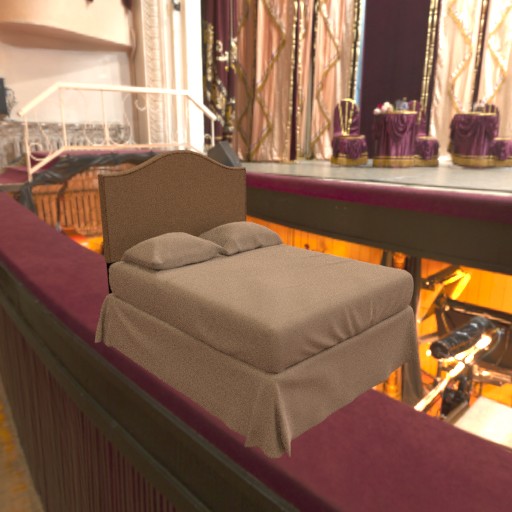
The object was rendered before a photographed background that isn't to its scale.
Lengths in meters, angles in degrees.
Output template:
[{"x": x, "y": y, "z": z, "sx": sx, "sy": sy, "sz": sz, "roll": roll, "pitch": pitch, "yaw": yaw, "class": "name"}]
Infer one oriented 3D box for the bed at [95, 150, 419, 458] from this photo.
[{"x": 0.000, "y": 0.000, "z": 3.575, "sx": 1.876, "sy": 1.645, "sz": 2.221, "roll": -13, "pitch": 20, "yaw": -42, "class": "bed"}]
